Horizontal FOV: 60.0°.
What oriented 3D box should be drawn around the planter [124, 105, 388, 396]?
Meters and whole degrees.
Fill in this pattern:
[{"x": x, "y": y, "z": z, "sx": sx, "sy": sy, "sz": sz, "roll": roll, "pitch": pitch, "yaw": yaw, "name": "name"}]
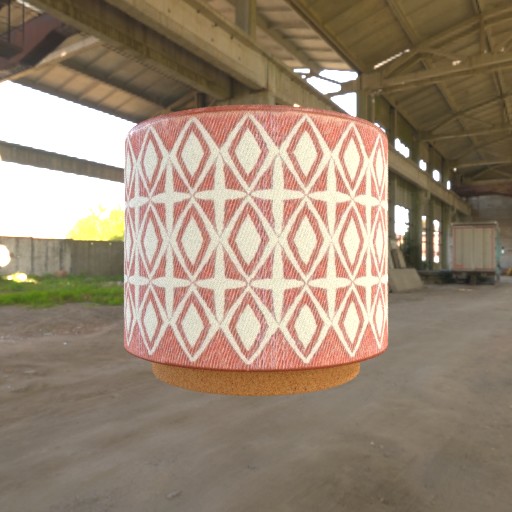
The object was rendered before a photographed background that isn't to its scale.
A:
[{"x": 0.000, "y": 0.000, "z": 0.479, "sx": 0.273, "sy": 0.237, "sz": 0.273, "roll": 0, "pitch": 0, "yaw": 0, "name": "planter"}]
